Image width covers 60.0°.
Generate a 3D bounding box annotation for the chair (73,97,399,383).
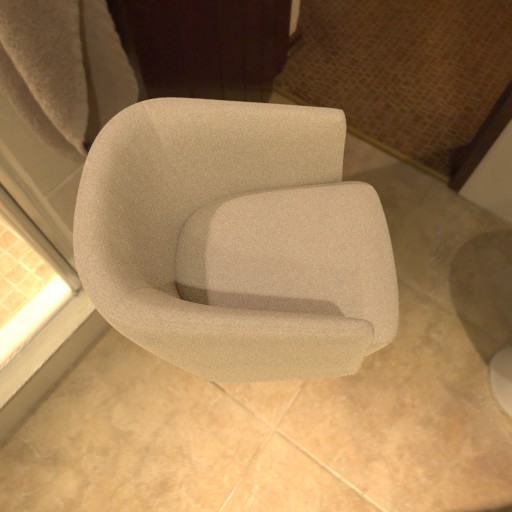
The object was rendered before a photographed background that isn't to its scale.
[{"bbox_3d":[0.000,0.000,1.596,0.986,0.861,0.822,-1,64,0],"label":"chair"}]
